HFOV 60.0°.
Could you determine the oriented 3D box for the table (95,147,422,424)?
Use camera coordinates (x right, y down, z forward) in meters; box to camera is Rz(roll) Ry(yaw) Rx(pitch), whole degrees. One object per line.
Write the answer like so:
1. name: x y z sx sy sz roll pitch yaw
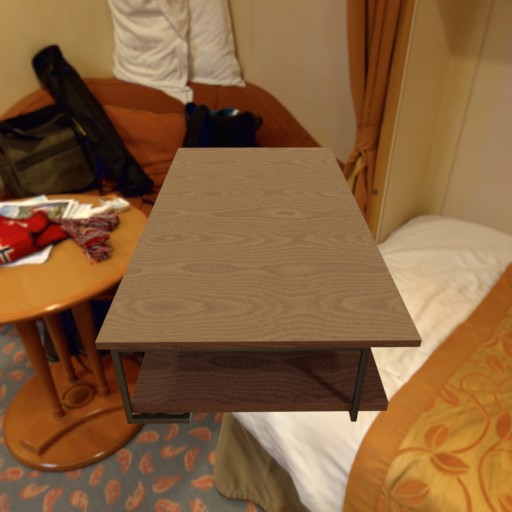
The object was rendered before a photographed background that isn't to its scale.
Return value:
1. table: 0.000 0.000 1.480 0.651 0.347 1.197 0 32 -1
